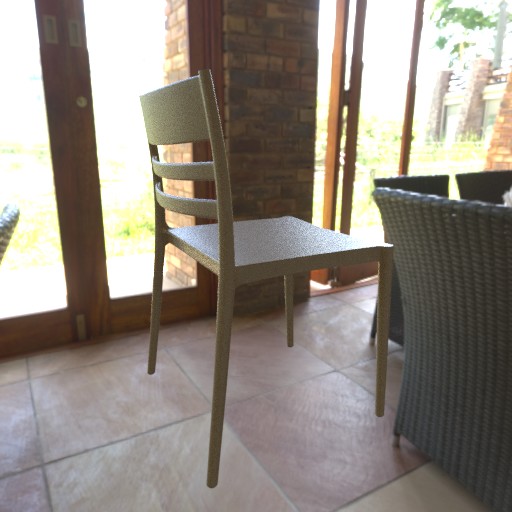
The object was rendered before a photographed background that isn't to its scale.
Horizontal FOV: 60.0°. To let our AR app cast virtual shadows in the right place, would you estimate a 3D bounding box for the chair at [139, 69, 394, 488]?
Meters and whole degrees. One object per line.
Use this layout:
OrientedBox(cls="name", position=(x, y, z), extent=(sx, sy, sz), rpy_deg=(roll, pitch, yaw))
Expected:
OrientedBox(cls="chair", position=(0.000, 0.000, 1.129), extent=(0.511, 0.800, 0.531), rpy_deg=(-7, 16, -26))
